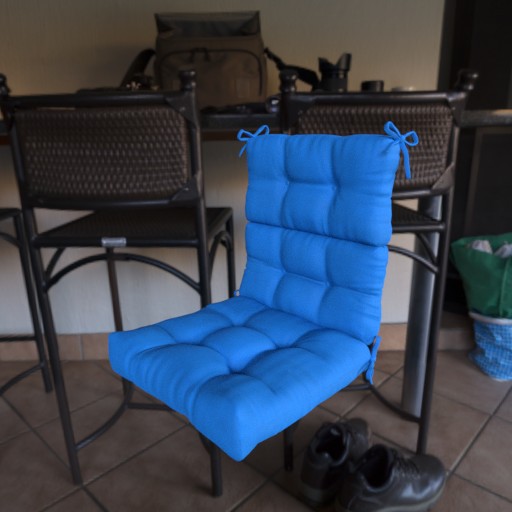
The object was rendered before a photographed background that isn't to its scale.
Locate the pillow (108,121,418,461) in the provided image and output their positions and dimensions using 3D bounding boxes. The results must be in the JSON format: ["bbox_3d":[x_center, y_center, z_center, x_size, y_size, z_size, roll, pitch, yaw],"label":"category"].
[{"bbox_3d":[0.000,0.000,1.040,0.571,0.605,0.519,-15,21,-43],"label":"pillow"}]
